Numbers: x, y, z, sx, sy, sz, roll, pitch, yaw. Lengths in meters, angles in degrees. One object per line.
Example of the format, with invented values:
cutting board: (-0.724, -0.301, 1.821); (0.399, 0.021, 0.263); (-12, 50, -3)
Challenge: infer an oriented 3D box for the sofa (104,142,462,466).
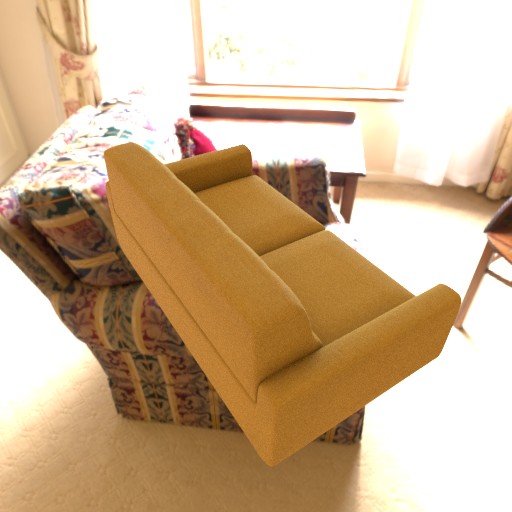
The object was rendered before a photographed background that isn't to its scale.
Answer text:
sofa: (0.000, 0.000, 2.145); (0.909, 0.841, 1.631); (-22, 44, -25)
